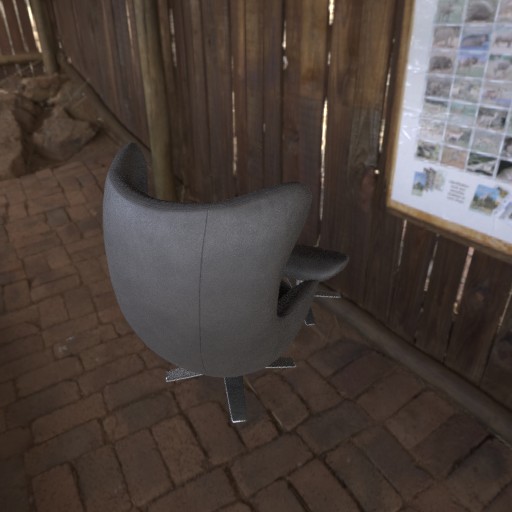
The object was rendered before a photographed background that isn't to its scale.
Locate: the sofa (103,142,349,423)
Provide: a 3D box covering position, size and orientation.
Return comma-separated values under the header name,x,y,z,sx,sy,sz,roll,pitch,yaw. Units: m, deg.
name,x,y,z,sx,sy,sz,roll,pitch,yaw
sofa,0.000,0.000,2.171,0.894,1.135,1.444,20,35,31
